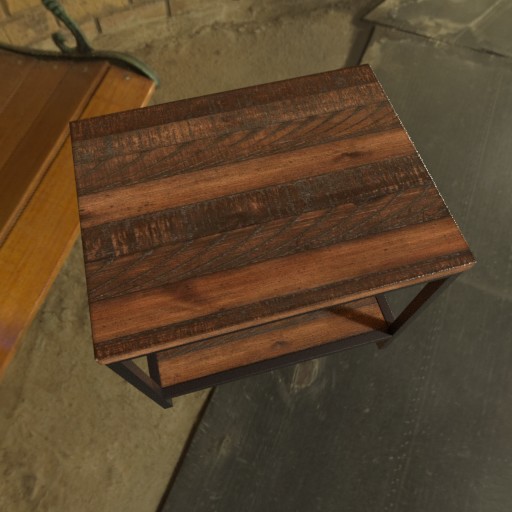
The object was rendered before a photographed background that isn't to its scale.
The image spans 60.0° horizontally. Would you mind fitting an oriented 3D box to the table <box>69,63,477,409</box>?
[{"bbox_3d":[0.000,0.000,1.137,0.678,0.612,0.524,-14,64,-7],"label":"table"}]
